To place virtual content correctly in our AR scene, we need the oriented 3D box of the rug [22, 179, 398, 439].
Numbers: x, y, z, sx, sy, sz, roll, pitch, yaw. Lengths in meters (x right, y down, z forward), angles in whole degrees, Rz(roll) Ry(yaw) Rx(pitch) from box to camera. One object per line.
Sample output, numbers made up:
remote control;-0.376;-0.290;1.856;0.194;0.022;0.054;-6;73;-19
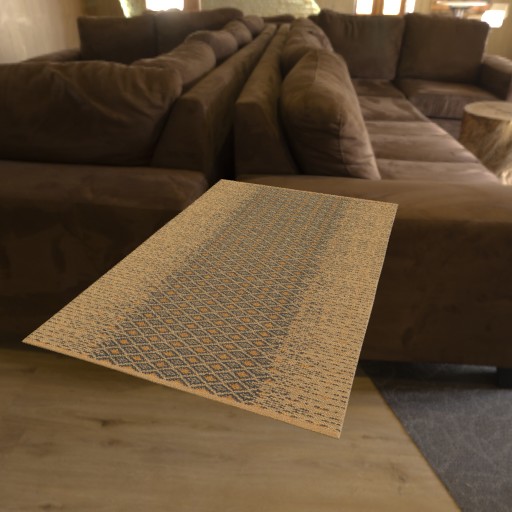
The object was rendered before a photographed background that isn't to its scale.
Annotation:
rug;0.000;0.000;2.240;1.219;0.005;1.828;11;32;18
